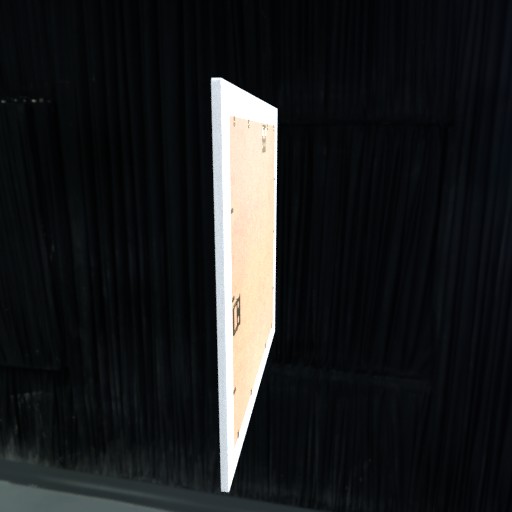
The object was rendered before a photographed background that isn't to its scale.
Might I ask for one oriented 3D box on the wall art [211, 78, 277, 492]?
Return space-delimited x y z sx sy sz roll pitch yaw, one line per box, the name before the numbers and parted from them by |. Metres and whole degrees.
wall art | 0.000 0.000 0.871 0.013 0.584 0.584 2 15 9
